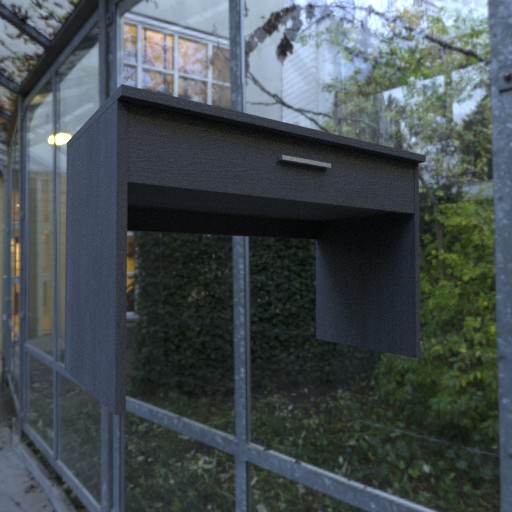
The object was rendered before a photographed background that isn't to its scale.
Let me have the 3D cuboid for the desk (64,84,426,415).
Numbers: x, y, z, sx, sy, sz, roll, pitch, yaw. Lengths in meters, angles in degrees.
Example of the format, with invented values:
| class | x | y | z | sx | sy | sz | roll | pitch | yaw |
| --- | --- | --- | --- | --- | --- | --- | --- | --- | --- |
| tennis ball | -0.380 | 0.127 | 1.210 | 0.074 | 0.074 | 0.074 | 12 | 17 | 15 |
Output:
| class | x | y | z | sx | sy | sz | roll | pitch | yaw |
| --- | --- | --- | --- | --- | --- | --- | --- | --- | --- |
| desk | 0.000 | 0.000 | 1.504 | 1.099 | 0.729 | 0.557 | 1 | -2 | -35 |
